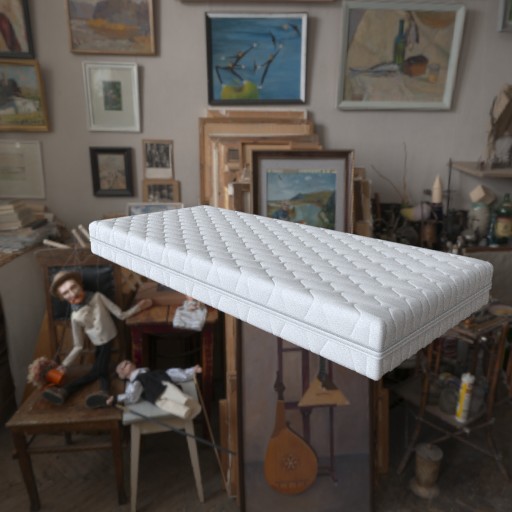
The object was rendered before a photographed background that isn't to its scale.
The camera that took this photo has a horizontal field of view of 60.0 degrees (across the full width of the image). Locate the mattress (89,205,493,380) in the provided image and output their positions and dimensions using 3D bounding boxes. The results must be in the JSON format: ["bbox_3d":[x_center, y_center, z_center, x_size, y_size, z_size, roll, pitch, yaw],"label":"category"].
[{"bbox_3d":[0.000,0.000,2.296,0.900,0.200,2.000,-15,22,-42],"label":"mattress"}]
